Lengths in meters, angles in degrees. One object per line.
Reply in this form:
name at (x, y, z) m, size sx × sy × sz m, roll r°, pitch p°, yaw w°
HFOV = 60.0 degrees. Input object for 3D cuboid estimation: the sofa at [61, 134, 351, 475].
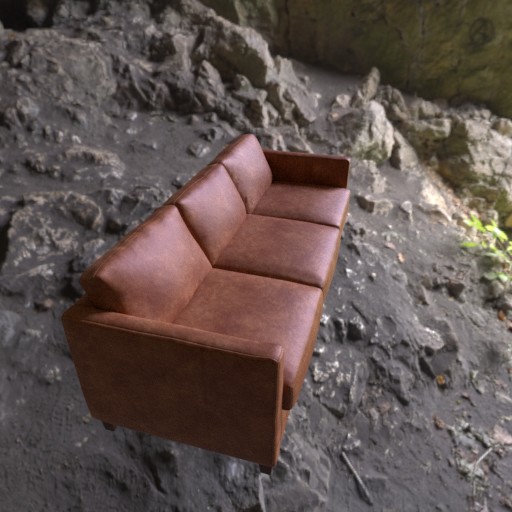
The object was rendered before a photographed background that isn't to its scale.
sofa at (0.000, 0.000, 2.928) m, size 1.045 × 1.006 × 2.464 m, roll 9°, pitch 32°, yaw 14°
